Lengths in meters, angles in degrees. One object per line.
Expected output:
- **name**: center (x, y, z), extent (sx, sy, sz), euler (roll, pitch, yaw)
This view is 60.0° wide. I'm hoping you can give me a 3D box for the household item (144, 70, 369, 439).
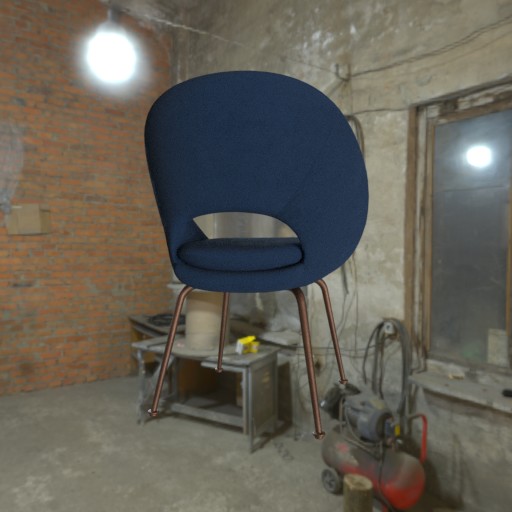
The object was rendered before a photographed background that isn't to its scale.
- **household item**: center (0.000, 0.000, 1.276), extent (0.623, 0.852, 0.573), euler (0, 1, 18)
